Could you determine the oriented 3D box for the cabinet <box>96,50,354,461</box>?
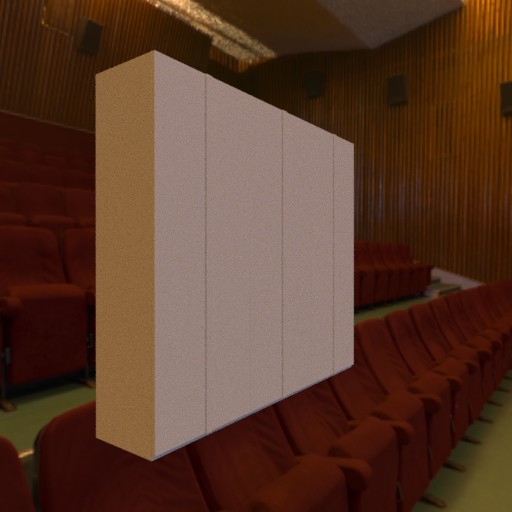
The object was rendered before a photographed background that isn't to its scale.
[{"bbox_3d":[0.000,0.000,3.797,0.590,2.370,2.700,0,0,37],"label":"cabinet"}]
